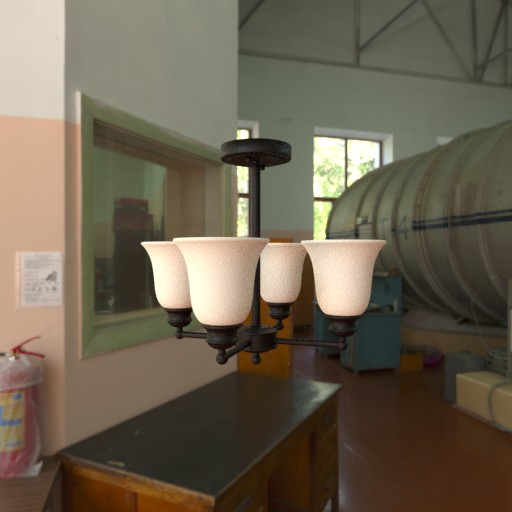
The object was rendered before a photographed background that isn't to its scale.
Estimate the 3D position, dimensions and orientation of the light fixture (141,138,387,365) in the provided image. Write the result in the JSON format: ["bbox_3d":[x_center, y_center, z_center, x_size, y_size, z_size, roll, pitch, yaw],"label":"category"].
[{"bbox_3d":[0.000,0.000,1.889,1.069,0.925,1.069,0,0,19],"label":"light fixture"}]
